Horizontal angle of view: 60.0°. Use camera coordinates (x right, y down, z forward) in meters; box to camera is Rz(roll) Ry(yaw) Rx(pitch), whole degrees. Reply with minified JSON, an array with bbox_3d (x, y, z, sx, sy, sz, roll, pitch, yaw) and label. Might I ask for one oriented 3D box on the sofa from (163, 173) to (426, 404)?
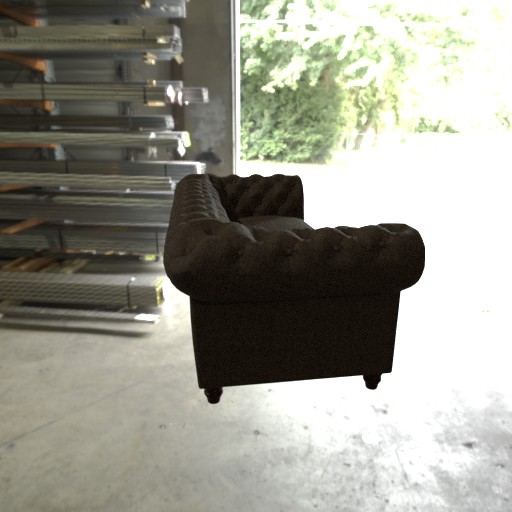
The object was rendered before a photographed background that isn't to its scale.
[{"bbox_3d":[0.000,0.000,2.538,0.944,0.780,2.048,-2,17,-8],"label":"sofa"}]
